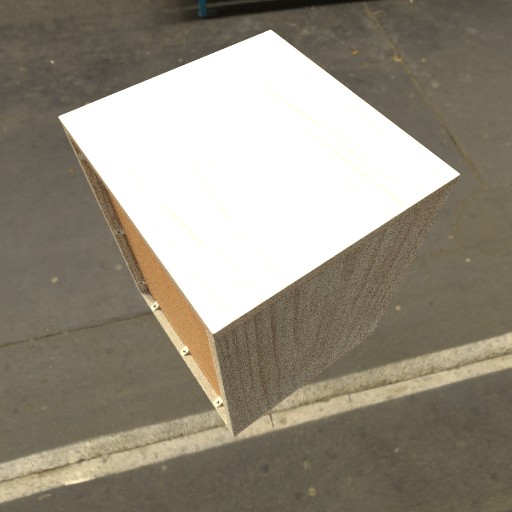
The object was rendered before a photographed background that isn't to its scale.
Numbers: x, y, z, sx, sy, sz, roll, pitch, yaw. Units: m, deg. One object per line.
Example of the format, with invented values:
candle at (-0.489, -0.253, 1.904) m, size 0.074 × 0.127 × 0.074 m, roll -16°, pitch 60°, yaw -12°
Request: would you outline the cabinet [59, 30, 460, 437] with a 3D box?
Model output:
cabinet at (0.000, 0.000, 0.848) m, size 0.401 × 0.579 × 0.409 m, roll -31°, pitch 62°, yaw -18°
